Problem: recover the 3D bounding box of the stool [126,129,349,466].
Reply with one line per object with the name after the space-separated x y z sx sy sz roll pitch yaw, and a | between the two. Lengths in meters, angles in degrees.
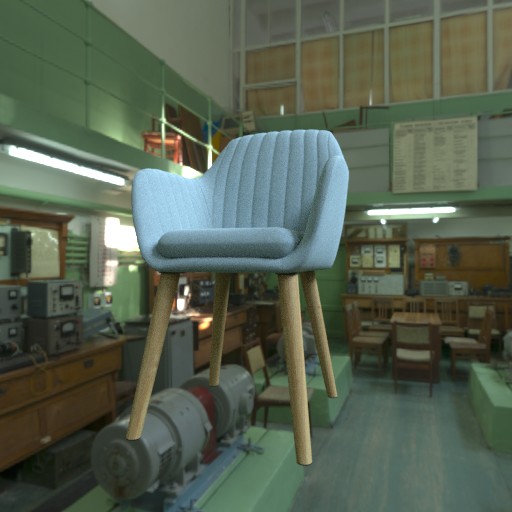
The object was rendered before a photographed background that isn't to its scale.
0.000 0.000 1.212 0.503 0.830 0.590 0 0 18 | stool
